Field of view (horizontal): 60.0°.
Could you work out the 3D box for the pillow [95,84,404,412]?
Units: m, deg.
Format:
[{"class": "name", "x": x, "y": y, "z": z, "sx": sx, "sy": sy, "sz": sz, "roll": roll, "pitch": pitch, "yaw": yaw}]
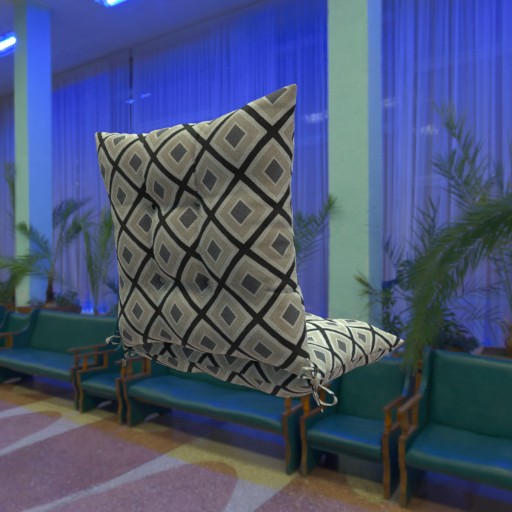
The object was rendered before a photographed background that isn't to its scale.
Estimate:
[{"class": "pillow", "x": 0.000, "y": 0.000, "z": 1.018, "sx": 0.541, "sy": 0.536, "sz": 0.585, "roll": 0, "pitch": 1, "yaw": 36}]
